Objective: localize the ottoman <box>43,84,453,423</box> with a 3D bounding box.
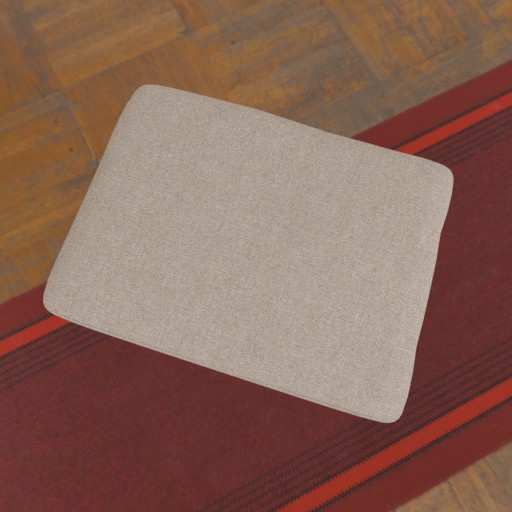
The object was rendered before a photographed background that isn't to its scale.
[{"bbox_3d":[0.000,0.000,1.294,0.898,0.519,0.677,17,76,5],"label":"ottoman"}]
